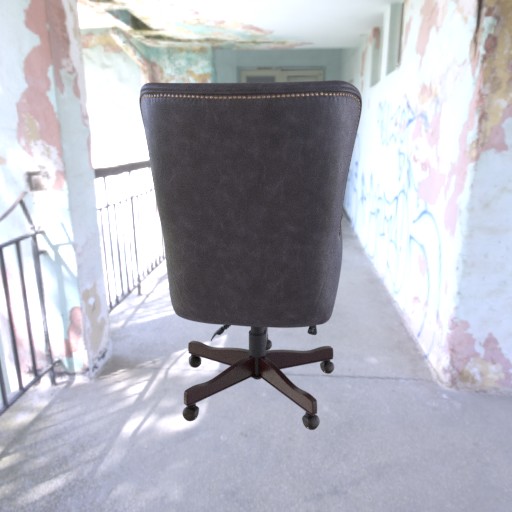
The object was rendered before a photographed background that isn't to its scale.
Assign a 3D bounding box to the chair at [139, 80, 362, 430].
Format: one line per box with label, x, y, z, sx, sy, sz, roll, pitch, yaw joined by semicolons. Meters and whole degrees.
chair;0.000;0.000;1.480;0.594;1.037;0.717;2;16;7
